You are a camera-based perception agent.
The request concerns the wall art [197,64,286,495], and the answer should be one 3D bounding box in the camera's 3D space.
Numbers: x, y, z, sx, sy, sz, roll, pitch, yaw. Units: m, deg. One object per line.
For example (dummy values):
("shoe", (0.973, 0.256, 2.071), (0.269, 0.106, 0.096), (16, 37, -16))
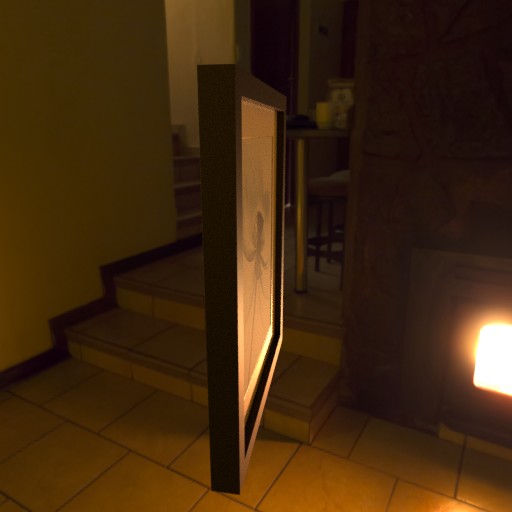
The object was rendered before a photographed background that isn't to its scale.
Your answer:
("wall art", (0.000, 0.000, 0.530), (0.029, 0.381, 0.330), (3, 16, 10))
